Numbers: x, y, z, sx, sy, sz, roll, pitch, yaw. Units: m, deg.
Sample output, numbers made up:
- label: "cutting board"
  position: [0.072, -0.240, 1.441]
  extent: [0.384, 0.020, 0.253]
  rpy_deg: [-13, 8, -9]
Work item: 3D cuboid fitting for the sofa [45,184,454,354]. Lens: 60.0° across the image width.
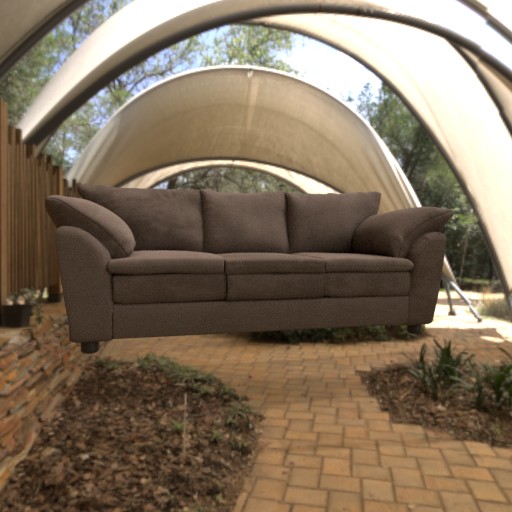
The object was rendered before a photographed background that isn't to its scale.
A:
- label: "sofa"
  position: [0.000, 0.000, 2.851]
  extent: [2.377, 0.981, 0.893]
  rpy_deg: [0, 0, -16]
